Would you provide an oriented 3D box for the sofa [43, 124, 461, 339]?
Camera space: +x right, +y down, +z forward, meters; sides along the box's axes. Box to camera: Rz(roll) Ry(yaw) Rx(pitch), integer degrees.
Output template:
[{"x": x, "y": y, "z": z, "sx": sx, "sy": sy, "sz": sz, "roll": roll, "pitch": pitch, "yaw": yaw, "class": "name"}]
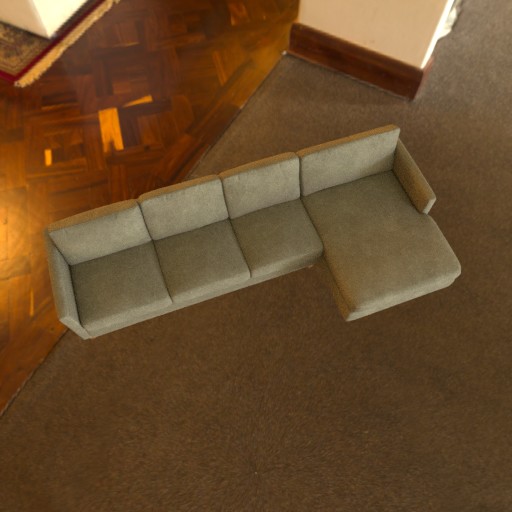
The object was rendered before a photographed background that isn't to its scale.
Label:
[{"x": 0.000, "y": 0.000, "z": 4.061, "sx": 3.471, "sy": 0.950, "sz": 1.604, "roll": -18, "pitch": 65, "yaw": -9, "class": "sofa"}]
